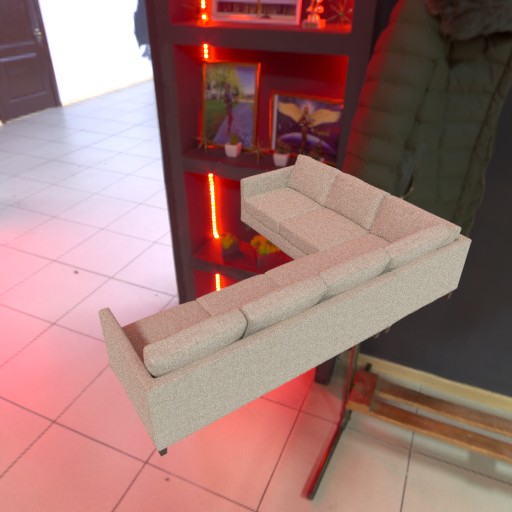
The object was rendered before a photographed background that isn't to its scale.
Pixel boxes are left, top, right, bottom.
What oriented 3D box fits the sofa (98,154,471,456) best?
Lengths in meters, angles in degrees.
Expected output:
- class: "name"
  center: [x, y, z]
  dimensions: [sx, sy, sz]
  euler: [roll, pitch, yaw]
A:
- class: "sofa"
  center: [0.000, 0.000, 4.290]
  dimensions: [3.182, 0.863, 2.432]
  euler: [-20, 37, -28]
